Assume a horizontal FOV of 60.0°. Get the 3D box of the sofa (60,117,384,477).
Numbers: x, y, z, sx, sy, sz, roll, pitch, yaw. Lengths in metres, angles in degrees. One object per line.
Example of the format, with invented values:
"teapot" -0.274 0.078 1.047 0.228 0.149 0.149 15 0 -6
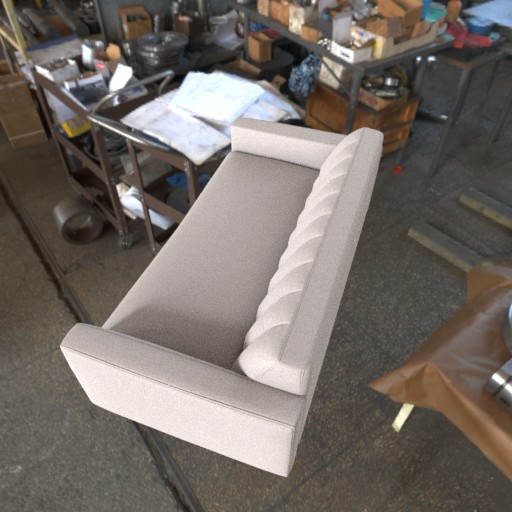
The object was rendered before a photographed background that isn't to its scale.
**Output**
"sofa" 0.000 0.000 2.354 0.969 0.814 1.895 15 48 14
